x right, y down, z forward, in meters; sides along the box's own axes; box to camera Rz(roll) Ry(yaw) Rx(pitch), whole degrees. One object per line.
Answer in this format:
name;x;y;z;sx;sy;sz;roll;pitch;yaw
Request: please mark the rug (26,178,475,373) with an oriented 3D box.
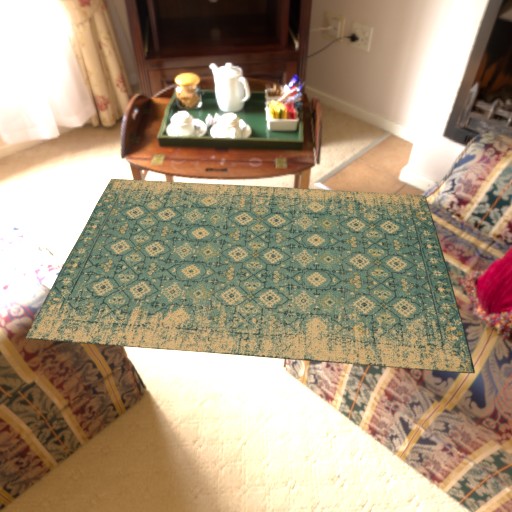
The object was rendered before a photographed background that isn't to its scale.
rug;0.000;0.000;2.128;1.795;0.008;1.102;4;46;4
